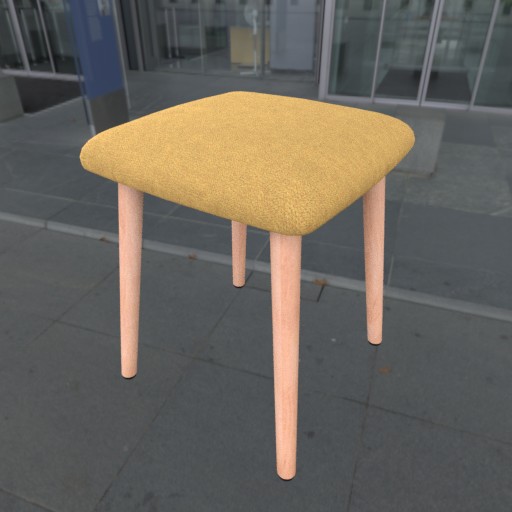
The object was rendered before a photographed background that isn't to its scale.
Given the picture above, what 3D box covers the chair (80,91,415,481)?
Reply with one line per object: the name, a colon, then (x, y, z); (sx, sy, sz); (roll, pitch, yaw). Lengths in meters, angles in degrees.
chair: (0.000, 0.000, 0.689); (0.350, 0.440, 0.350); (20, 38, 29)
